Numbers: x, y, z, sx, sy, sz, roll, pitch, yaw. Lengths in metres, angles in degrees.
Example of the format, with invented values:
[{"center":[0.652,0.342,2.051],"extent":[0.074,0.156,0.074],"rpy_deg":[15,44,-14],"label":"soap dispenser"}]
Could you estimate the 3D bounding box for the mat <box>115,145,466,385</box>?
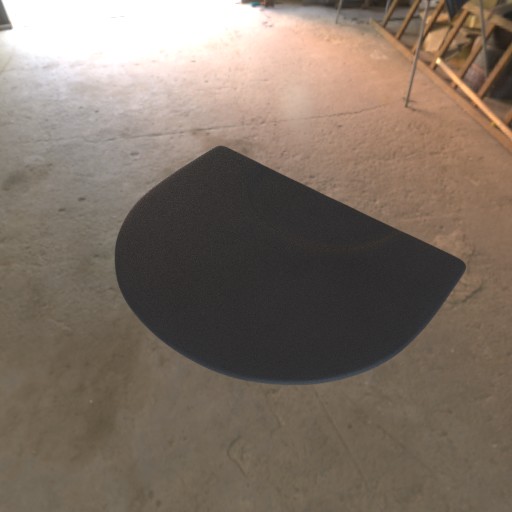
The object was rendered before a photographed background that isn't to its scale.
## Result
[{"center":[0.000,0.000,1.603],"extent":[1.220,0.016,0.917],"rpy_deg":[31,54,26],"label":"mat"}]
